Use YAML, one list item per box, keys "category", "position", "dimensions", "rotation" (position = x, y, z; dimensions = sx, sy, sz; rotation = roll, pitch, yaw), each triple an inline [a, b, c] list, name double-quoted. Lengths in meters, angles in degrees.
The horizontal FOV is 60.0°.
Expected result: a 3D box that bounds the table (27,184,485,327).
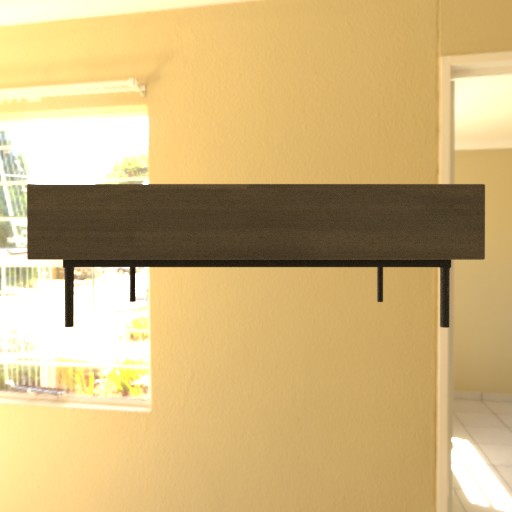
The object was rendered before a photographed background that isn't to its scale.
- category: "table"
  position: [0.000, 0.000, 1.373]
  dimensions: [1.088, 0.347, 0.643]
  rotation: [0, 0, 0]
